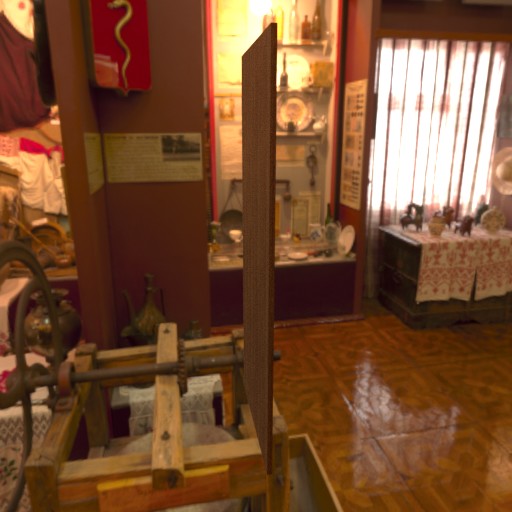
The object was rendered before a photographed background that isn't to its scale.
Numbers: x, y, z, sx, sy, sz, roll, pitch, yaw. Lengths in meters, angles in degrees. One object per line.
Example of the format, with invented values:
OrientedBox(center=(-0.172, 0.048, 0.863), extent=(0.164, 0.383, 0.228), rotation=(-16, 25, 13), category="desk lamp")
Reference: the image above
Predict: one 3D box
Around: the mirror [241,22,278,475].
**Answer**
OrientedBox(center=(0.000, 0.000, 2.310), extent=(0.025, 2.032, 0.812), rotation=(-3, 16, -9), category="mirror")
